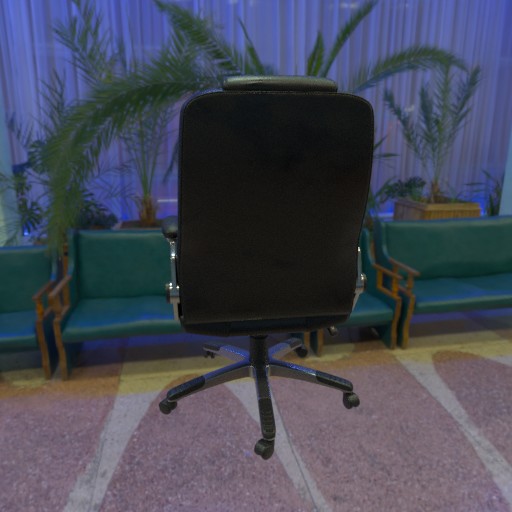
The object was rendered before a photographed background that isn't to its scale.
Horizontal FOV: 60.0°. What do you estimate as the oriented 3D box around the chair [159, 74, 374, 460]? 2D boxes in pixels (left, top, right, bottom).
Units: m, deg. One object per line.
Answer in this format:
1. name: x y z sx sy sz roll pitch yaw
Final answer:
1. chair: 0.000 0.000 1.494 0.697 1.075 0.689 -2 16 -8
